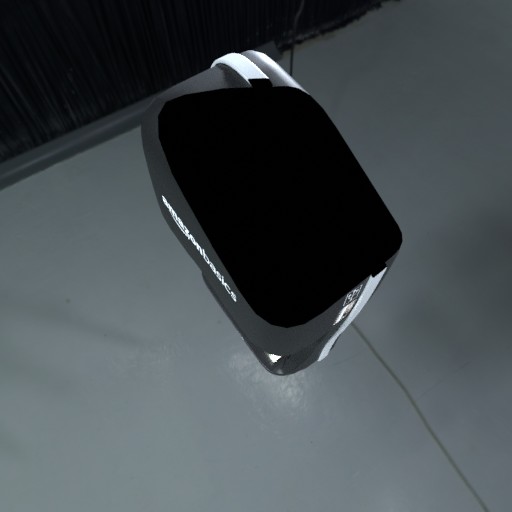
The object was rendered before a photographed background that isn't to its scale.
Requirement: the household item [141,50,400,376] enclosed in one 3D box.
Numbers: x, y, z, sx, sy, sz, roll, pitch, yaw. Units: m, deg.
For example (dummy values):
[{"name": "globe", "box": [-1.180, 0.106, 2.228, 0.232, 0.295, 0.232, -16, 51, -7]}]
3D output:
[{"name": "household item", "box": [0.000, 0.000, 0.144, 0.038, 0.114, 0.070, -32, 69, -14]}]
